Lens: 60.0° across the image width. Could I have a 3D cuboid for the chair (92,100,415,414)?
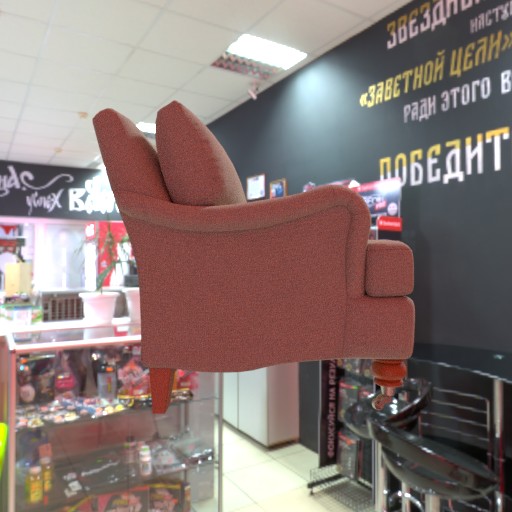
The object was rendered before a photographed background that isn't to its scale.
[{"bbox_3d":[0.000,0.000,1.862,1.070,1.038,0.955,0,0,1],"label":"chair"}]
